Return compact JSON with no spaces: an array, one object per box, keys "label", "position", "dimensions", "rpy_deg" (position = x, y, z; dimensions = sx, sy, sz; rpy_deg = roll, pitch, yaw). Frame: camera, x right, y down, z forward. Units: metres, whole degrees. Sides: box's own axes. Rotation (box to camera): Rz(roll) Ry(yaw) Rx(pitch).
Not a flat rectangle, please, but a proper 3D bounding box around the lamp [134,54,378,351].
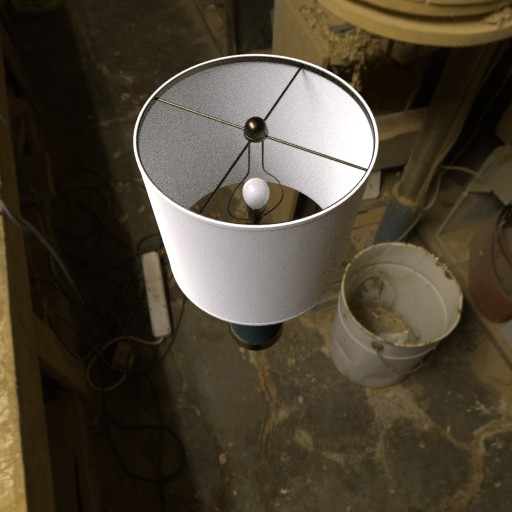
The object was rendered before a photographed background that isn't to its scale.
[{"label":"lamp","position":[0.000,0.000,0.805],"dimensions":[0.301,0.630,0.301],"rpy_deg":[-16,60,-10]}]
